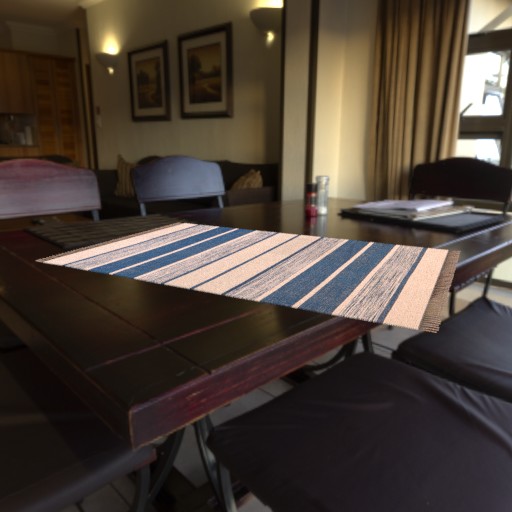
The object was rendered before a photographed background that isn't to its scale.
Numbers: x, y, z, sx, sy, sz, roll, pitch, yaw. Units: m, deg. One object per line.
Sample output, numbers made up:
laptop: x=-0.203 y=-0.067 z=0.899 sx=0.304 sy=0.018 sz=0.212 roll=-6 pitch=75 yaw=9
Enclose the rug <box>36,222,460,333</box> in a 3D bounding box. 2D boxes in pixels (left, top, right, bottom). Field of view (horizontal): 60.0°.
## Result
rug: x=0.000 y=0.000 z=2.991 sx=2.441 sy=0.010 sz=1.532 roll=7 pitch=16 yaw=26
